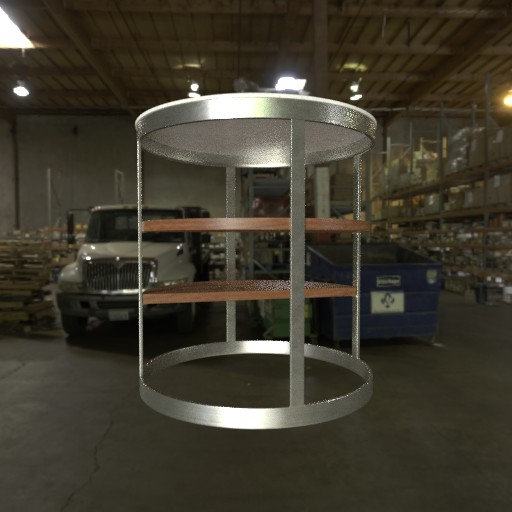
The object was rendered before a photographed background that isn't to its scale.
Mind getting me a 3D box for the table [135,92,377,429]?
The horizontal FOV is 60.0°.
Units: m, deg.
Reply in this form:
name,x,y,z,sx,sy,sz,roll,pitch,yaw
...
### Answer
name,x,y,z,sx,sy,sz,roll,pitch,yaw
table,0.000,0.000,0.783,0.407,0.447,0.407,0,2,0
